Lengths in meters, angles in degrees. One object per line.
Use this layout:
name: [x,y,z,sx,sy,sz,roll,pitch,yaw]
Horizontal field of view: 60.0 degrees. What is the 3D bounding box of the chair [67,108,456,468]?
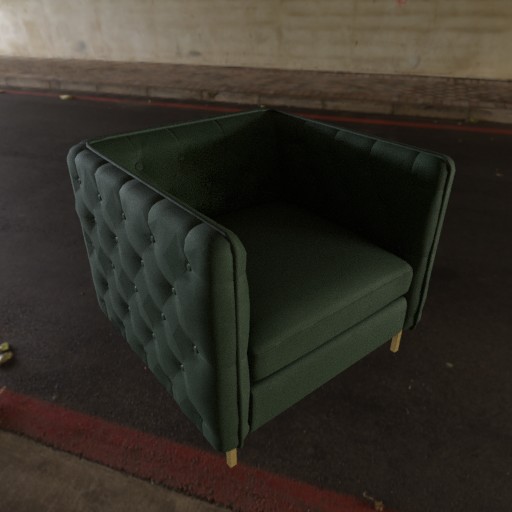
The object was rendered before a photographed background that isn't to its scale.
chair: [0.000,0.000,1.521,0.917,0.768,0.855,-22,37,-32]
